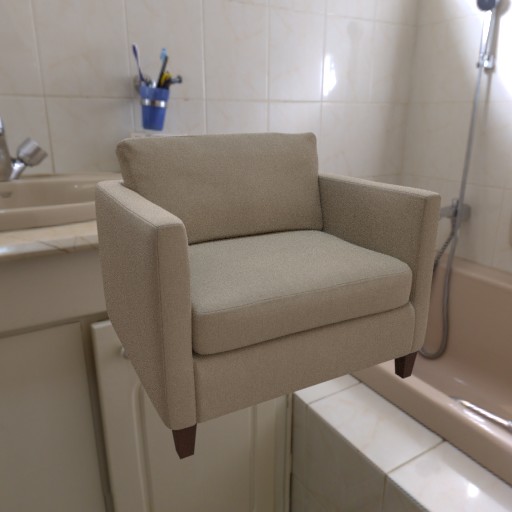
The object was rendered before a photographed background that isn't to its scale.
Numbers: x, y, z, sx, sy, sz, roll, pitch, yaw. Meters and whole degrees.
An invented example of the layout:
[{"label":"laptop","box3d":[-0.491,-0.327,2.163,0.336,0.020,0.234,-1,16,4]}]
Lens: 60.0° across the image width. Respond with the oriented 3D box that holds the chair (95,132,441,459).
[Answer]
[{"label":"chair","box3d":[0.000,0.000,1.824,1.107,0.961,0.959,-9,20,-27]}]
